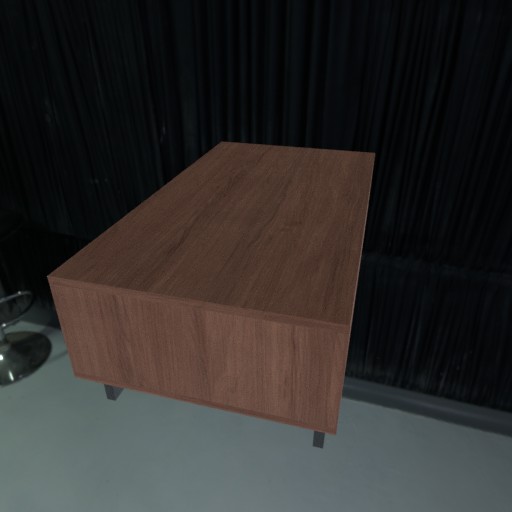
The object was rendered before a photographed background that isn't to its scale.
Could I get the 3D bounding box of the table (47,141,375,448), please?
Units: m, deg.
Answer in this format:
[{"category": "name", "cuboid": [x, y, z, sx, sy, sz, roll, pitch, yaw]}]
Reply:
[{"category": "table", "cuboid": [0.000, 0.000, 1.314, 0.600, 0.380, 1.020, 8, 30, 13]}]
